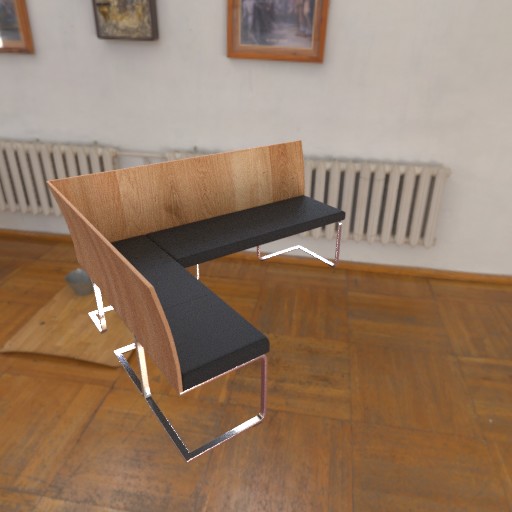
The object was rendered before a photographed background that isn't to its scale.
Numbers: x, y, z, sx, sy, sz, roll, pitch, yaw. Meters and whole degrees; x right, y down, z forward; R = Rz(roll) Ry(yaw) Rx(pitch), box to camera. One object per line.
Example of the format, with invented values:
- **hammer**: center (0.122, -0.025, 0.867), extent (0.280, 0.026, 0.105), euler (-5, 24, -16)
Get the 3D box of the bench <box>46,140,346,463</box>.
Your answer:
- **bench**: center (0.000, 0.000, 2.753), extent (1.945, 0.930, 1.495), euler (-18, 32, -31)
